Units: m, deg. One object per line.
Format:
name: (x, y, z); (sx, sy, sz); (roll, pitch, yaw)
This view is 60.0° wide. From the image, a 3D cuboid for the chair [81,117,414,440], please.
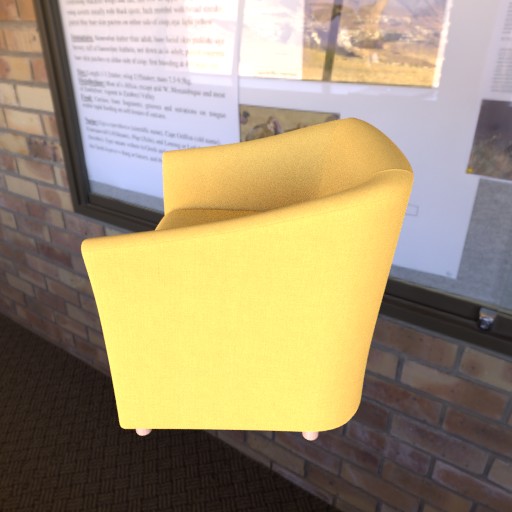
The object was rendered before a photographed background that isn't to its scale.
chair: (0.000, 0.000, 1.321); (0.700, 0.720, 0.790); (1, 27, 2)
